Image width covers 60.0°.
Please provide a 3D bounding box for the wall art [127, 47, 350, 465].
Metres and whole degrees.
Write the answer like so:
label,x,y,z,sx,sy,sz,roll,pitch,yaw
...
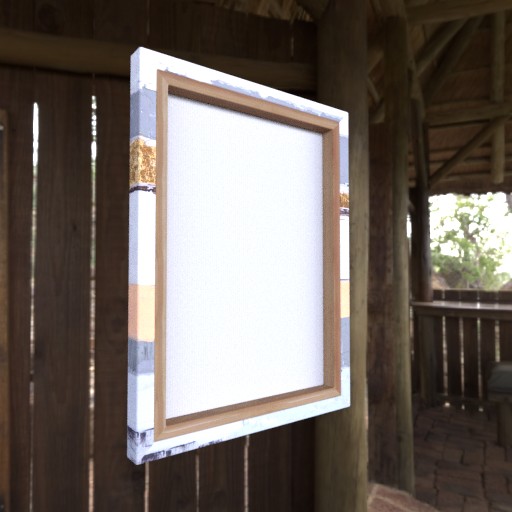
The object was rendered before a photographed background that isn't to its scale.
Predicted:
label,x,y,z,sx,sy,sz,roll,pitch,yaw
wall art,0.000,0.000,0.794,0.456,0.609,0.038,1,-2,-37
